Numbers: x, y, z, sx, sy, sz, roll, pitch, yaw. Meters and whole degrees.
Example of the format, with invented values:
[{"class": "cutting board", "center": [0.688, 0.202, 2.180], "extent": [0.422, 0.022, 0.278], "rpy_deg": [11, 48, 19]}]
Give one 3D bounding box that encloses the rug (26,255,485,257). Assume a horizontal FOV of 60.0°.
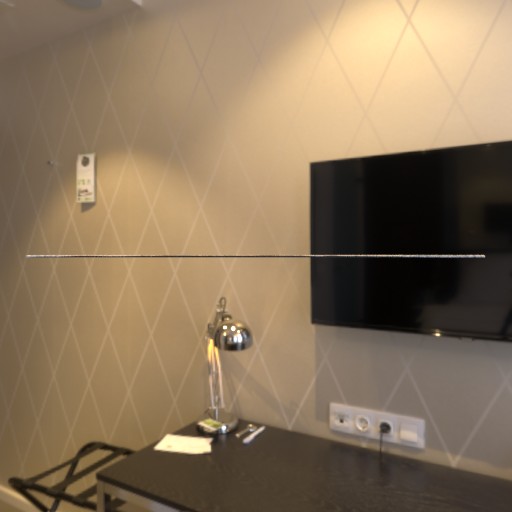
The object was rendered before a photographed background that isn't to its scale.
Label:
[{"class": "rug", "center": [0.000, 0.000, 4.157], "extent": [3.049, 0.015, 2.457], "rpy_deg": [0, 0, 0]}]
